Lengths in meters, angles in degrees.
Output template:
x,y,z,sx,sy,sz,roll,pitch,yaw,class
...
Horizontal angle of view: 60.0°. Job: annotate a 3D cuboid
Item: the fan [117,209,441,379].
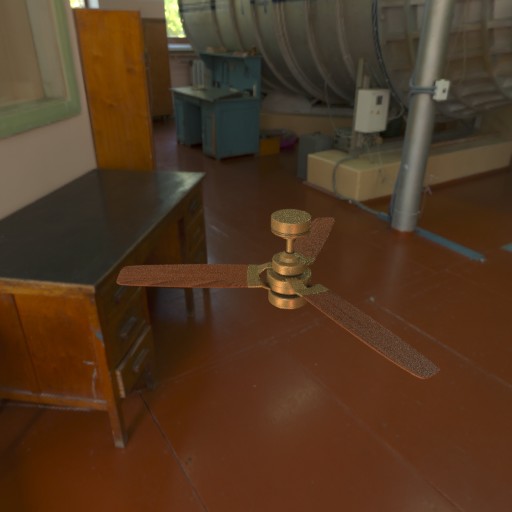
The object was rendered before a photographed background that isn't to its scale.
x,y,z,sx,sy,sz,roll,pitch,yaw,class
0.000,0.000,2.039,1.271,0.425,1.416,1,27,1,fan
